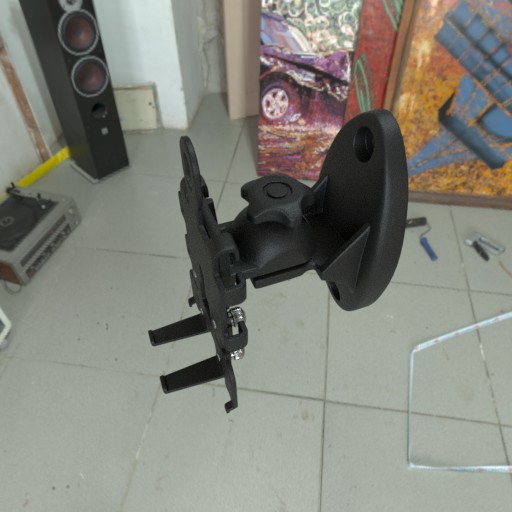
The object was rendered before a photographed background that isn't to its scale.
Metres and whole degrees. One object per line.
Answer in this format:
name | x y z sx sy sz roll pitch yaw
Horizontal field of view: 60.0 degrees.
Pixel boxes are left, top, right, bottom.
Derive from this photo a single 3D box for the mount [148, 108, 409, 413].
mount | 0.000 0.000 0.181 0.100 0.118 0.066 -16 48 -14
